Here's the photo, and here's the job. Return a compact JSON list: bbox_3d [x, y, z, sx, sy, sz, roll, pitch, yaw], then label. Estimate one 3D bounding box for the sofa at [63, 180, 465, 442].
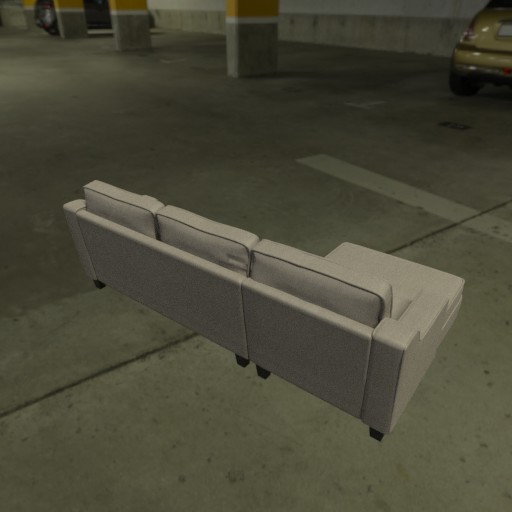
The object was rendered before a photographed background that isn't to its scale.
[{"bbox_3d":[0.000,0.000,3.135,2.561,0.928,1.294,20,36,31],"label":"sofa"}]
